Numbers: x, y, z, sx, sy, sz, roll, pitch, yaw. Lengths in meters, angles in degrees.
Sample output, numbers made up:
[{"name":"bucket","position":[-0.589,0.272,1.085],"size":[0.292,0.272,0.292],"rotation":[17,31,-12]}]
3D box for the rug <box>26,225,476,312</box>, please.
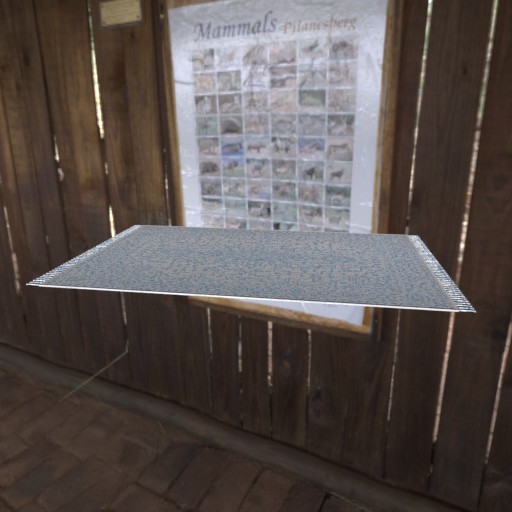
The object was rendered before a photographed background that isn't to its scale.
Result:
[{"name":"rug","position":[0.000,0.000,3.084],"size":[2.438,0.010,1.524],"rotation":[3,17,9]}]
